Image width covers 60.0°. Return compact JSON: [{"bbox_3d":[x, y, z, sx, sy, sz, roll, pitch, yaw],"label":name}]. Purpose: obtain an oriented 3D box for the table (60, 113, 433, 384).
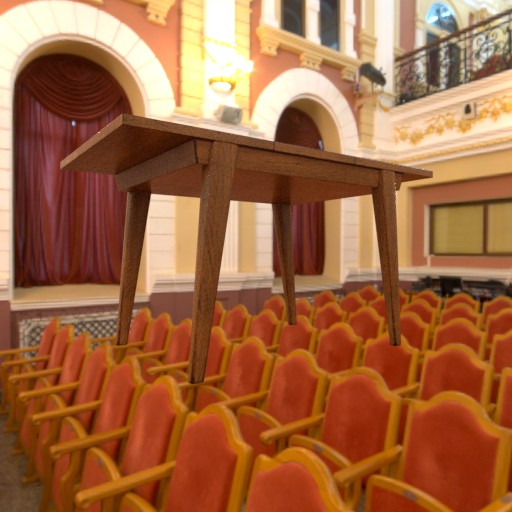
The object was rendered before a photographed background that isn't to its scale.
[{"bbox_3d":[0.000,0.000,1.886,1.400,0.760,0.757,0,0,-35],"label":"table"}]
